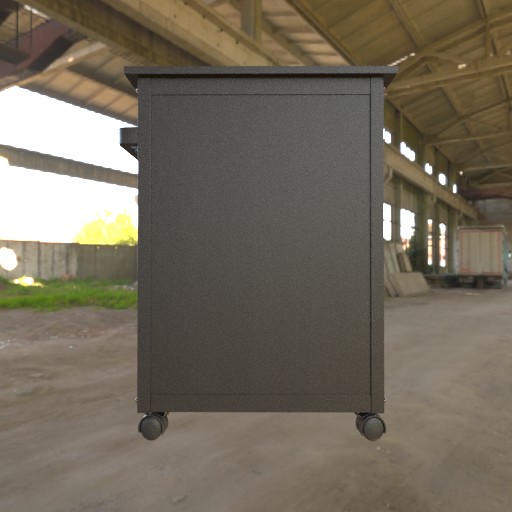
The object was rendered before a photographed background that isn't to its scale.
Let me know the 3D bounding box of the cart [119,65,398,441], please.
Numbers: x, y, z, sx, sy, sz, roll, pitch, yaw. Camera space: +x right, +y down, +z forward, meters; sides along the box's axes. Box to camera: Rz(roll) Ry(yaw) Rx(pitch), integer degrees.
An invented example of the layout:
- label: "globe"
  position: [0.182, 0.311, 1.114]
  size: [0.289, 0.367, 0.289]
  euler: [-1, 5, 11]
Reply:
- label: "cart"
  position: [0.000, 0.000, 1.254]
  size: [0.660, 0.879, 0.456]
  euler: [0, 0, 0]
